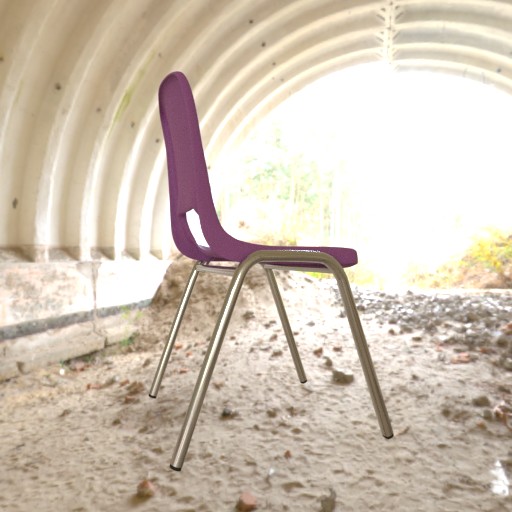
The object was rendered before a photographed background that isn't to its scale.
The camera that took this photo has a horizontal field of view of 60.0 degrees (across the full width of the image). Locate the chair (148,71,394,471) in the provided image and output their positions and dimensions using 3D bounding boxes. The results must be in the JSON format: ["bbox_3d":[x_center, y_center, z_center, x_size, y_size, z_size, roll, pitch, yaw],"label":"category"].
[{"bbox_3d":[0.000,0.000,0.687,0.301,0.493,0.291,0,0,-19],"label":"chair"}]
